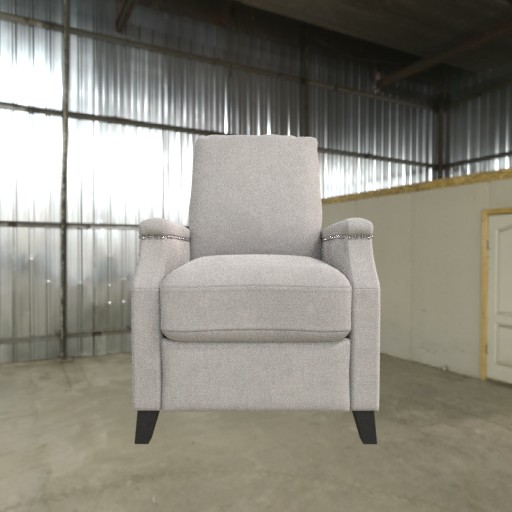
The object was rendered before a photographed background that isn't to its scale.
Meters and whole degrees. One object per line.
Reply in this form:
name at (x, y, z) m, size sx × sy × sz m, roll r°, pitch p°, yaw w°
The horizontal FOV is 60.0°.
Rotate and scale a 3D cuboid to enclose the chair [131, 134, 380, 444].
chair at (0.000, 0.000, 1.656) m, size 0.710 × 1.049 × 0.922 m, roll 0°, pitch 2°, yaw 0°
